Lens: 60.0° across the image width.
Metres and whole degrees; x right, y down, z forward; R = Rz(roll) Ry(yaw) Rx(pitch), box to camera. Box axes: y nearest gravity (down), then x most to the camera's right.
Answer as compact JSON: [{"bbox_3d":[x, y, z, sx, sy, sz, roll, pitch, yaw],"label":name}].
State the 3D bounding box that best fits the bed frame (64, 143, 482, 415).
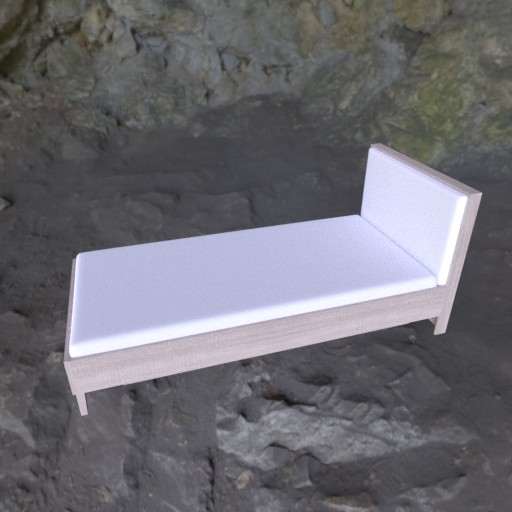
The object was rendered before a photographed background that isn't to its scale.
[{"bbox_3d":[0.000,0.000,2.646,2.140,0.920,0.990,-9,31,-15],"label":"bed frame"}]
